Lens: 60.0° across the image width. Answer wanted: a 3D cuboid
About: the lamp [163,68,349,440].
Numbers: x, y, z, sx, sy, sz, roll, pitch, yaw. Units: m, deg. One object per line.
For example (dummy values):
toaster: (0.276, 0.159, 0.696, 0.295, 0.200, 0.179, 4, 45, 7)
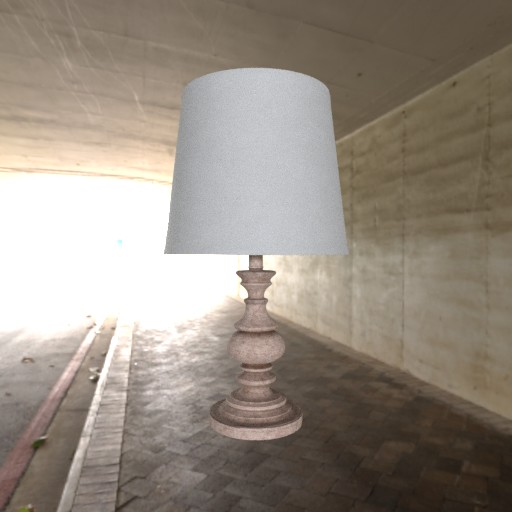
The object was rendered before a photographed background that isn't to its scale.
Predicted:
lamp: (0.000, 0.000, 0.665, 0.273, 0.497, 0.273, 0, 0, 0)
